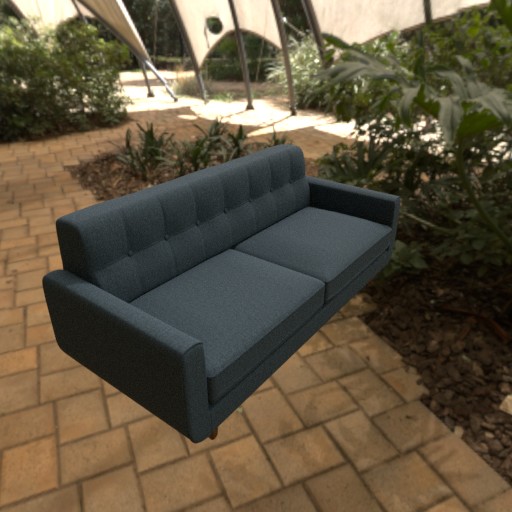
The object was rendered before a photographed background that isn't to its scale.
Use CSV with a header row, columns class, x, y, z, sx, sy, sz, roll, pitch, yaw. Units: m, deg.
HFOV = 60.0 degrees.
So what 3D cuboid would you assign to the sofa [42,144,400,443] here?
class,x,y,z,sx,sy,sz,roll,pitch,yaw
sofa,0.000,0.000,2.570,0.942,0.884,2.055,19,33,32
